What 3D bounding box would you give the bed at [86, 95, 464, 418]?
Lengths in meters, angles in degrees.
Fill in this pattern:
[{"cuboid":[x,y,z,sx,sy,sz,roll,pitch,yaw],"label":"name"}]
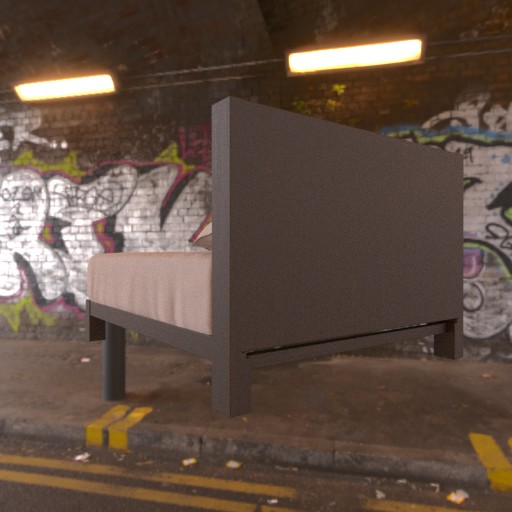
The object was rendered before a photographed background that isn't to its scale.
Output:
[{"cuboid":[0.000,0.000,3.041,1.735,1.261,1.992,0,0,-36],"label":"bed"}]
